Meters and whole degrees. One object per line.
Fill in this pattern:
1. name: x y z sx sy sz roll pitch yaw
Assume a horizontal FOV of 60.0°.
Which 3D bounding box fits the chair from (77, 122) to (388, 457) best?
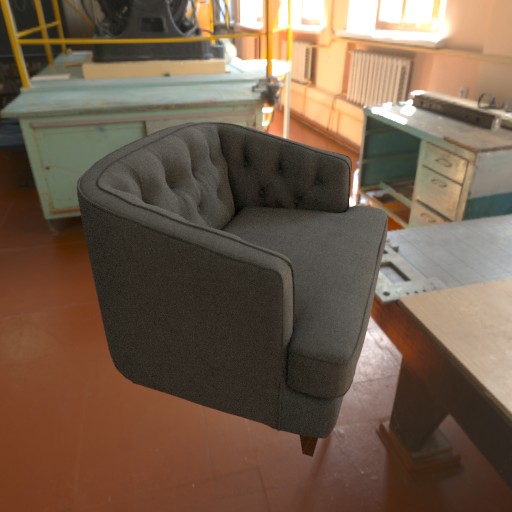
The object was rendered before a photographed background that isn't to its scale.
1. chair: 0.000 0.000 1.743 0.941 0.852 1.104 10 31 17
